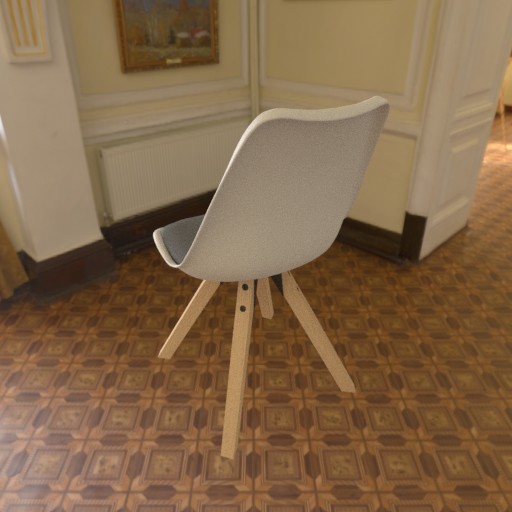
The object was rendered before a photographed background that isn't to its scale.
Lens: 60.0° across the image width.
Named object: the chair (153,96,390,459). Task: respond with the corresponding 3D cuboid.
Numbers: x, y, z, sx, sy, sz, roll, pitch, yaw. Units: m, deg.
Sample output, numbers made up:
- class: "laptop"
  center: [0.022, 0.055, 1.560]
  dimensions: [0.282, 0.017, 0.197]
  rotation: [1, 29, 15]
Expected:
- class: "chair"
  center: [0.000, 0.000, 1.167]
  dimensions: [0.485, 0.850, 0.550]
  rotation: [-17, 33, -28]
